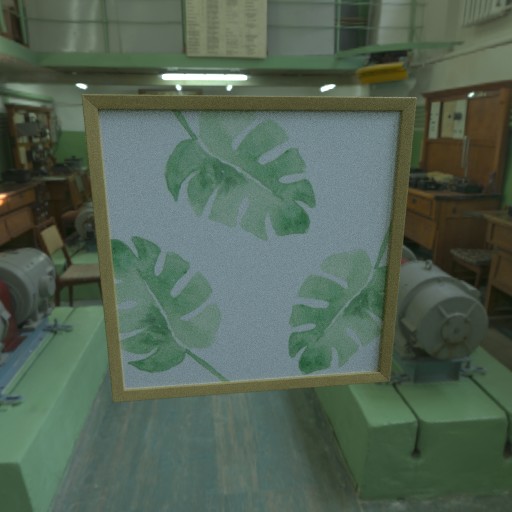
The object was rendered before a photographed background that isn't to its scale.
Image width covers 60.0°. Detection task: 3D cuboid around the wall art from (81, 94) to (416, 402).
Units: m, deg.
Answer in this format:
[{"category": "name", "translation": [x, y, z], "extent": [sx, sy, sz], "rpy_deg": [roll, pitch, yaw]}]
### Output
[{"category": "wall art", "translation": [0.000, 0.000, 1.124], "extent": [0.763, 0.763, 0.037], "rpy_deg": [-2, 16, -7]}]
